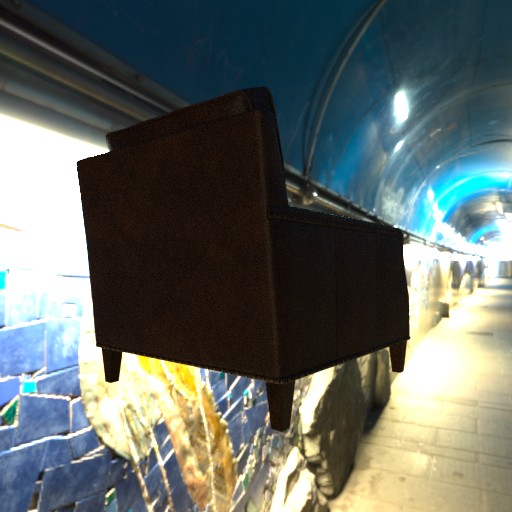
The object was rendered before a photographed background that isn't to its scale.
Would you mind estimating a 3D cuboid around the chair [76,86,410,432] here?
[{"bbox_3d":[0.000,0.000,1.698,0.853,0.929,1.014,-1,-2,39],"label":"chair"}]
